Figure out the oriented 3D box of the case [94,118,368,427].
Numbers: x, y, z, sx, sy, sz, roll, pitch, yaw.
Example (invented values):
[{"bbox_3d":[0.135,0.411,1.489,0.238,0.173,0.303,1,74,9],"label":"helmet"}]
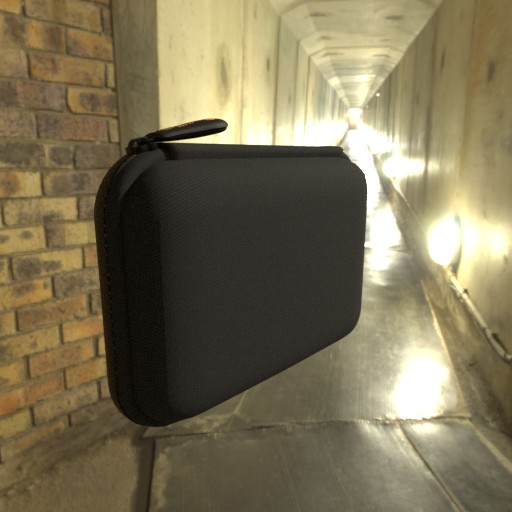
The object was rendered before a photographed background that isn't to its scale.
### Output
[{"bbox_3d":[0.000,0.000,0.180,0.038,0.105,0.132,13,18,42],"label":"case"}]
